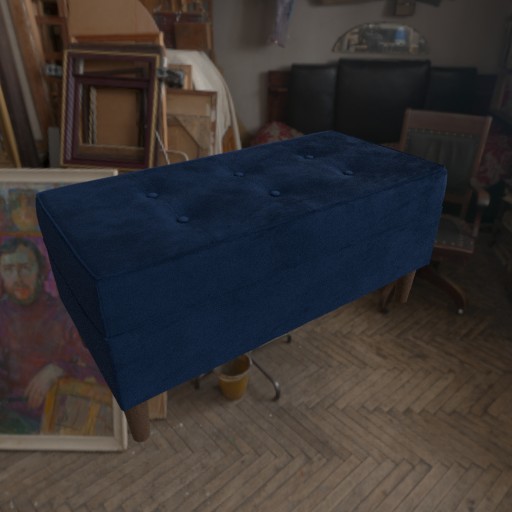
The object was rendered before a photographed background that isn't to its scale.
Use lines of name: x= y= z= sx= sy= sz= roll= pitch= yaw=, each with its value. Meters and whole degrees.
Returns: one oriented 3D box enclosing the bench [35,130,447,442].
bench: x=0.000 y=0.000 z=1.263 sx=1.010 sy=0.467 sz=0.489 roll=-20 pitch=36 yaw=-30
